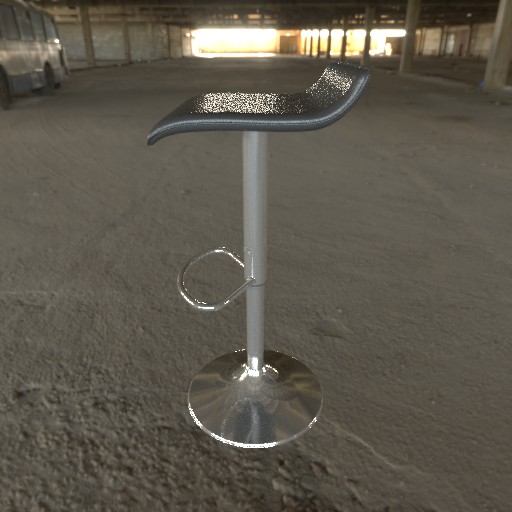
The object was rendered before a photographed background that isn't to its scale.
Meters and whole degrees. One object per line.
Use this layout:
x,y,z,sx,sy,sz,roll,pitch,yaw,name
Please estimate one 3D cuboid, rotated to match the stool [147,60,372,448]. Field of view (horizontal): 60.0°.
0.000,0.000,1.063,0.381,0.851,0.381,0,26,0,stool
